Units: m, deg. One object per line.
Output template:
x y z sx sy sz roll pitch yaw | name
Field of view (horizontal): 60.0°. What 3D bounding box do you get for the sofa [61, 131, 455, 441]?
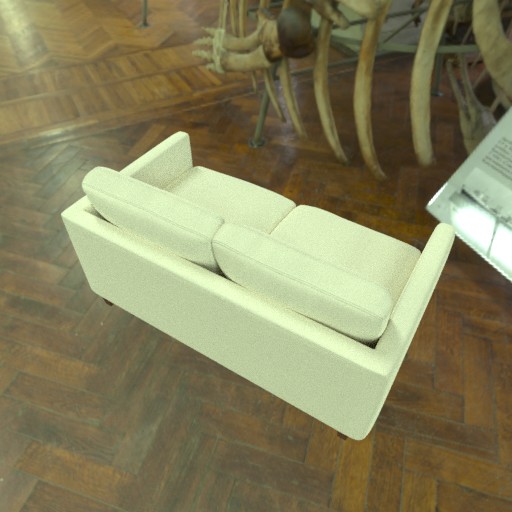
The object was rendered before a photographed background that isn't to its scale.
0.000 0.000 2.299 1.702 0.888 0.964 24 50 22 | sofa
